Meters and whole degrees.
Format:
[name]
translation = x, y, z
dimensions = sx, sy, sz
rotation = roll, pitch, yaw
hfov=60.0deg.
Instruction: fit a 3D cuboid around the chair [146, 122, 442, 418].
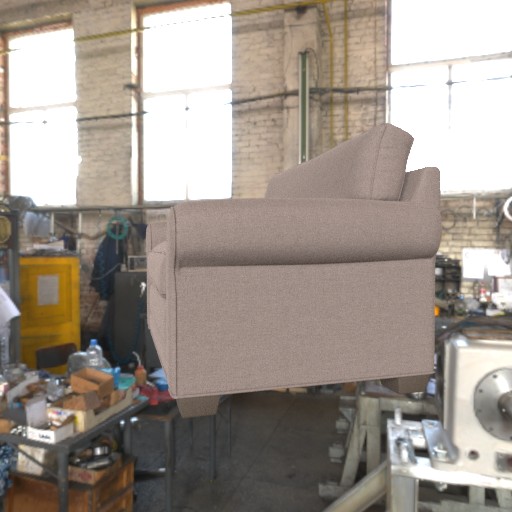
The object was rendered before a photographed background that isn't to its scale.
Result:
[chair]
translation = 0.000, 0.000, 1.980
dimensions = 0.930, 0.930, 1.390
rotation = 0, 1, -17
